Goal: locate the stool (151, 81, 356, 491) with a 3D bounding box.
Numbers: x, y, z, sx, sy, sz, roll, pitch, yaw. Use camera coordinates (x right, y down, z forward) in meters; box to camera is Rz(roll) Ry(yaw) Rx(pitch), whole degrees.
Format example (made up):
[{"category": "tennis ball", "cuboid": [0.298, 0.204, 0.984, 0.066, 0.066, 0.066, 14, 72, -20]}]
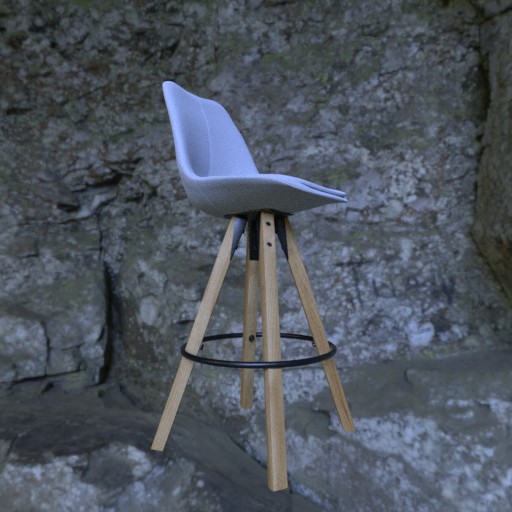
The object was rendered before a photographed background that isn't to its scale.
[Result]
[{"category": "stool", "cuboid": [0.000, 0.000, 1.355, 0.550, 1.115, 0.484, 0, -1, 34]}]
